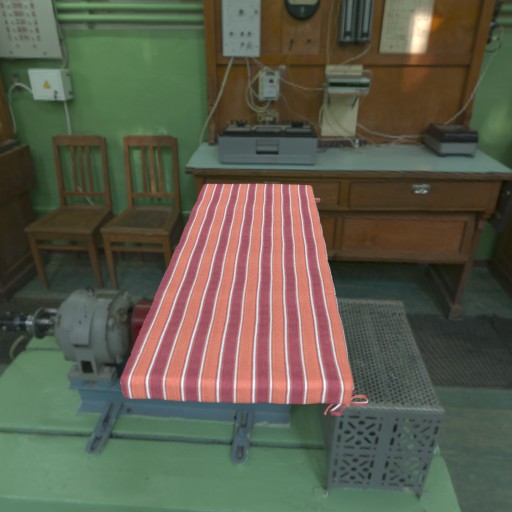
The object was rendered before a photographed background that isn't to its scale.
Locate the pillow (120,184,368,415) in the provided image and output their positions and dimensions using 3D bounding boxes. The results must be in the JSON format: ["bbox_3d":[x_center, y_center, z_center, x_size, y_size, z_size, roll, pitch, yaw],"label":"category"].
[{"bbox_3d":[0.000,0.000,1.359,0.492,0.081,1.187,1,28,2],"label":"pillow"}]
